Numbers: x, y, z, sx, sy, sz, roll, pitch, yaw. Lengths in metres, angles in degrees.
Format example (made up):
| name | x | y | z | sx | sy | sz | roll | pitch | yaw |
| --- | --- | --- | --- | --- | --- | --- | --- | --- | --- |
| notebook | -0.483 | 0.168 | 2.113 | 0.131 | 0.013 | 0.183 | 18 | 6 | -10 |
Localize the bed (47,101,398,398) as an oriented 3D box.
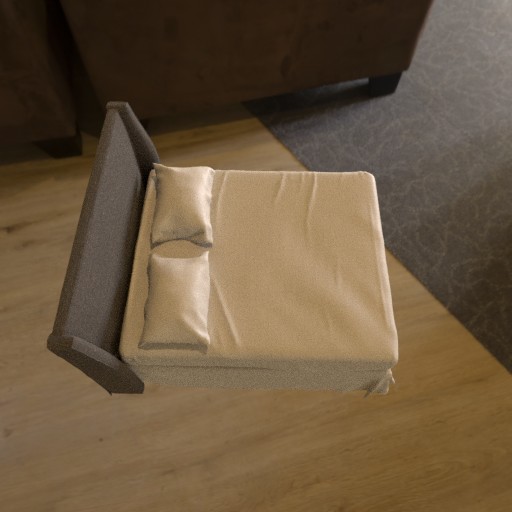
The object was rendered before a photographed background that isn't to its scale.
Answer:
| name | x | y | z | sx | sy | sz | roll | pitch | yaw |
| --- | --- | --- | --- | --- | --- | --- | --- | --- | --- |
| bed | 0.000 | 0.000 | 3.417 | 2.276 | 1.332 | 1.925 | 1 | 62 | 1 |
